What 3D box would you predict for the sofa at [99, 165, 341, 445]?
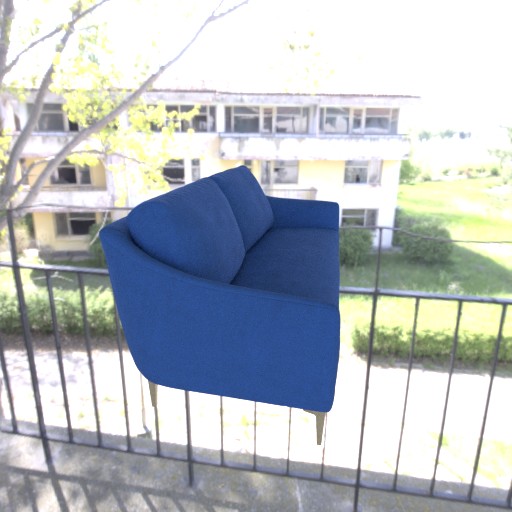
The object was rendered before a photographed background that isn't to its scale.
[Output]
[{"bbox_3d":[0.000,0.000,2.553,0.960,0.903,2.036,3,17,10],"label":"sofa"}]
